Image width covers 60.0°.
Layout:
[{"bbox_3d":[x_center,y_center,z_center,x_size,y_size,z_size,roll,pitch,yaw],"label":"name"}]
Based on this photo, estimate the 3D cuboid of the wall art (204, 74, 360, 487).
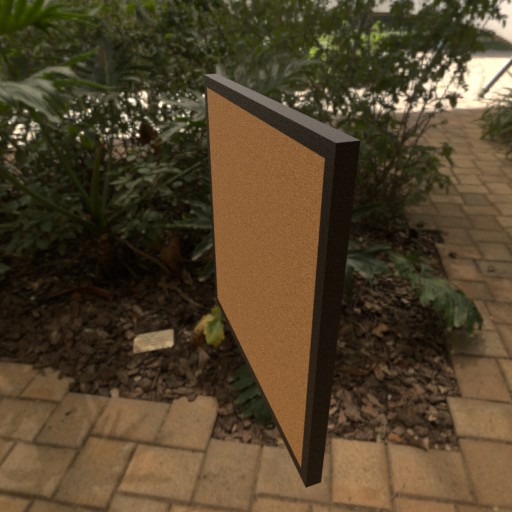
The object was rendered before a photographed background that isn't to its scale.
[{"bbox_3d":[0.000,0.000,1.109,0.038,0.762,0.762,-10,31,-17],"label":"wall art"}]
